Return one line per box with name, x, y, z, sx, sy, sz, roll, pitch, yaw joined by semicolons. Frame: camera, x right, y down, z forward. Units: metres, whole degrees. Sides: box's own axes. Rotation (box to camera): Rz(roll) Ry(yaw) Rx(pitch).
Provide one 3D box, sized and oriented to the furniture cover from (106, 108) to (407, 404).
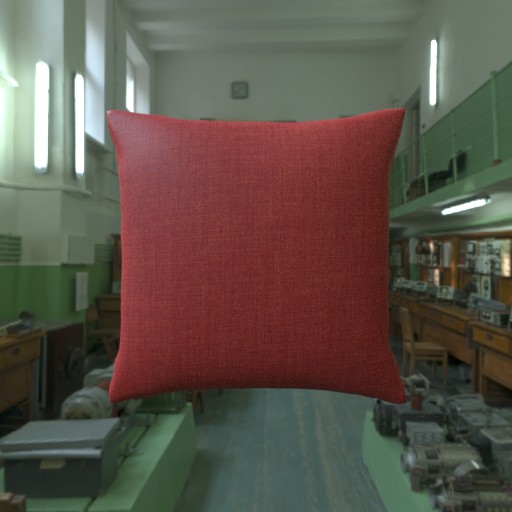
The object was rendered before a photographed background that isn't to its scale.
furniture cover;0.000;0.000;0.763;0.517;0.508;0.158;0;0;0
